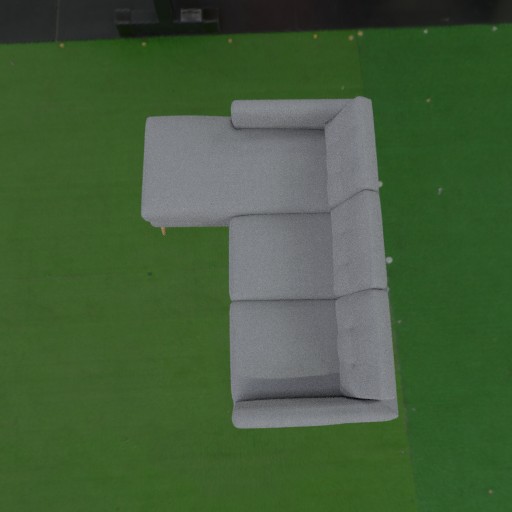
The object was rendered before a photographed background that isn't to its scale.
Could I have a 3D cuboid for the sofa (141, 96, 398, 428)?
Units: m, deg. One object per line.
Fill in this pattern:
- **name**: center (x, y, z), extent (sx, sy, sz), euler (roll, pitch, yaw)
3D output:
- **sofa**: center (0.000, 0.000, 2.869), extent (1.530, 0.860, 2.040), euler (-1, 76, 0)
